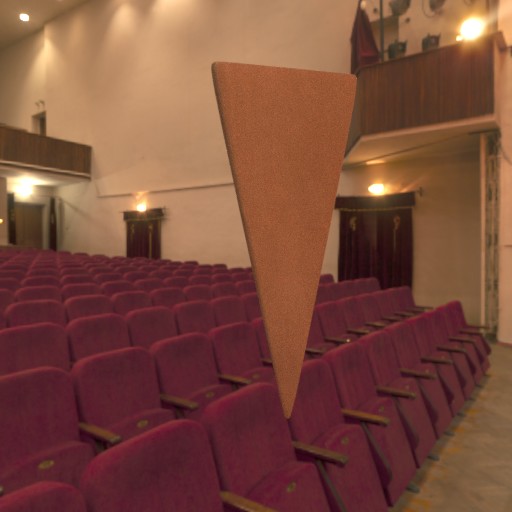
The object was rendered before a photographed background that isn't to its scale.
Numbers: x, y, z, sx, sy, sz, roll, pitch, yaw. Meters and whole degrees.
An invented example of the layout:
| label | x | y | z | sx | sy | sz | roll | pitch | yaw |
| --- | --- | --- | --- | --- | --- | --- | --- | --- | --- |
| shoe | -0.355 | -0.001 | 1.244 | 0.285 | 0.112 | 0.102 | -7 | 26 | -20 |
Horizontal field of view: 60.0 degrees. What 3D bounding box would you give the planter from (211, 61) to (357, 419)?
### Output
| label | x | y | z | sx | sy | sz | roll | pitch | yaw |
| --- | --- | --- | --- | --- | --- | --- | --- | --- | --- |
| planter | 0.000 | 0.000 | 0.275 | 0.101 | 0.224 | 0.081 | 0 | 0 | 35 |
